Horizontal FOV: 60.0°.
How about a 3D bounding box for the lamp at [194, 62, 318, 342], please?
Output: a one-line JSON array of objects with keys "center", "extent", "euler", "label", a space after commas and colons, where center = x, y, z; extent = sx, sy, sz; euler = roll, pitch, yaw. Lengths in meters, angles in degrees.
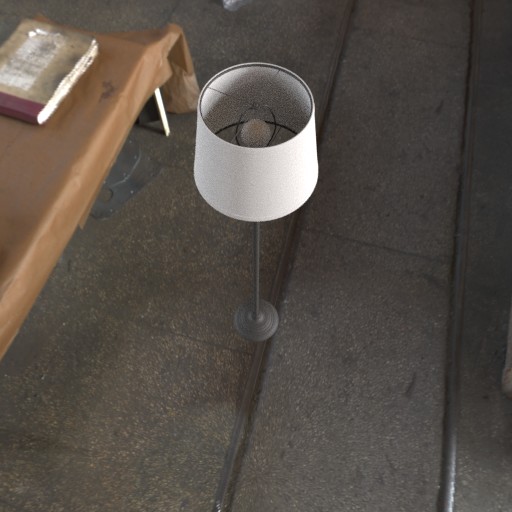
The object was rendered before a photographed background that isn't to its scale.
[{"center": [0.000, 0.000, 1.641], "extent": [0.327, 1.506, 0.327], "euler": [-17, 65, -8], "label": "lamp"}]
